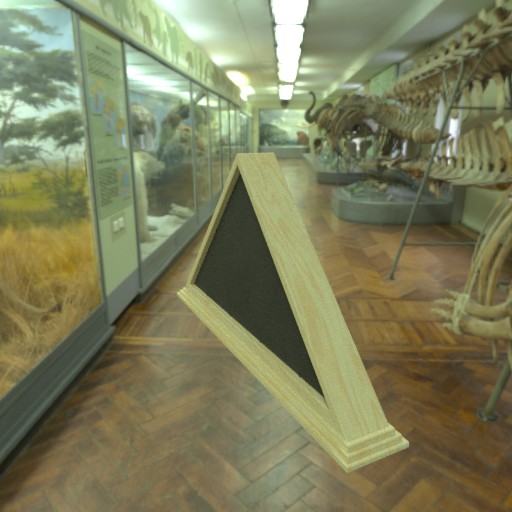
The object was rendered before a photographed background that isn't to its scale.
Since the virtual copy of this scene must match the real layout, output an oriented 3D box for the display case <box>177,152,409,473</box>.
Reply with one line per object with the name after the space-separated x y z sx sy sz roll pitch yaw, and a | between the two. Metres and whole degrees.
0.000 0.000 0.752 0.095 0.340 0.640 -8 17 -26 | display case
